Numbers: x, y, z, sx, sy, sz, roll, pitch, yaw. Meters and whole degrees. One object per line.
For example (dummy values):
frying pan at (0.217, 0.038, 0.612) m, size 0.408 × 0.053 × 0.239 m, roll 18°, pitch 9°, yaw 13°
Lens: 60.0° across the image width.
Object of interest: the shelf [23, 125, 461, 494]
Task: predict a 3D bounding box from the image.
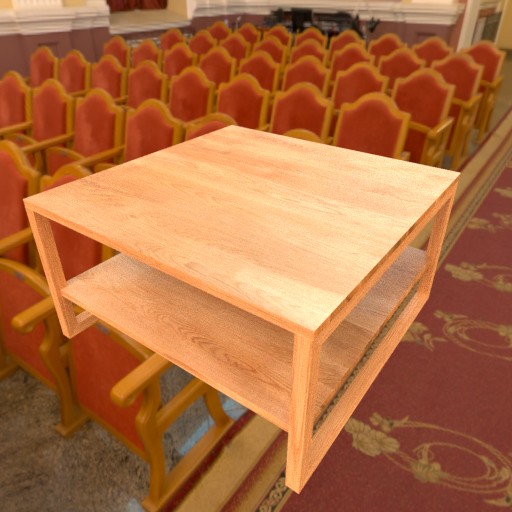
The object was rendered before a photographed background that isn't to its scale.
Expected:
shelf at (0.000, 0.000, 1.401) m, size 0.899 × 0.480 × 0.899 m, roll 21°, pitch 37°, yaw 30°
